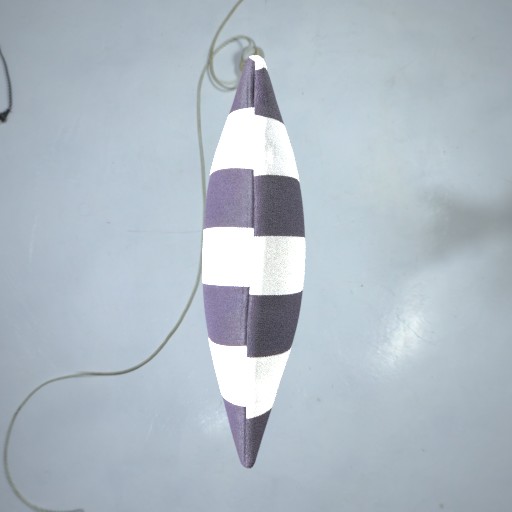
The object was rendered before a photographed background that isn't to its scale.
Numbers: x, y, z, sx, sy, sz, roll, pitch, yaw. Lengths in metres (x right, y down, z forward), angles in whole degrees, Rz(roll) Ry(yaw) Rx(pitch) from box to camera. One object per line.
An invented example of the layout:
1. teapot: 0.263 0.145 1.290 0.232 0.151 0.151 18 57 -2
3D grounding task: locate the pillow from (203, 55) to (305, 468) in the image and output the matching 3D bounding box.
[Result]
1. pillow: 0.000 0.000 0.815 0.189 0.526 0.536 0 89 0
